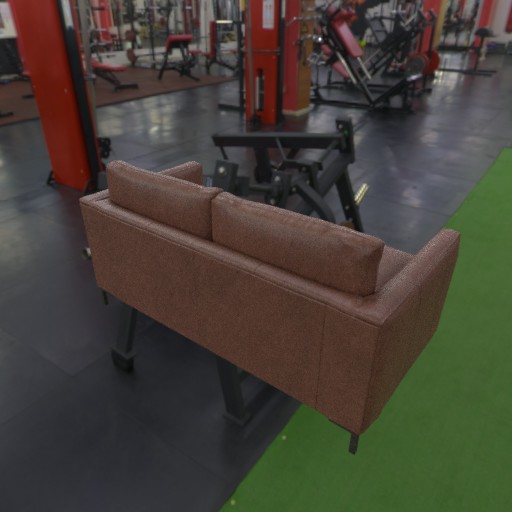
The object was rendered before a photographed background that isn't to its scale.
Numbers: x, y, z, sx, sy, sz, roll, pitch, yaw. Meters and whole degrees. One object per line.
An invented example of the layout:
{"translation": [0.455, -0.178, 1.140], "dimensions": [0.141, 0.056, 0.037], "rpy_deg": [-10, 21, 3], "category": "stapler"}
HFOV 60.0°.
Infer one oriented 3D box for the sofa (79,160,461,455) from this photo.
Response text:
{"translation": [0.000, 0.000, 2.334], "dimensions": [1.797, 0.883, 0.899], "rpy_deg": [21, 35, 32], "category": "sofa"}
